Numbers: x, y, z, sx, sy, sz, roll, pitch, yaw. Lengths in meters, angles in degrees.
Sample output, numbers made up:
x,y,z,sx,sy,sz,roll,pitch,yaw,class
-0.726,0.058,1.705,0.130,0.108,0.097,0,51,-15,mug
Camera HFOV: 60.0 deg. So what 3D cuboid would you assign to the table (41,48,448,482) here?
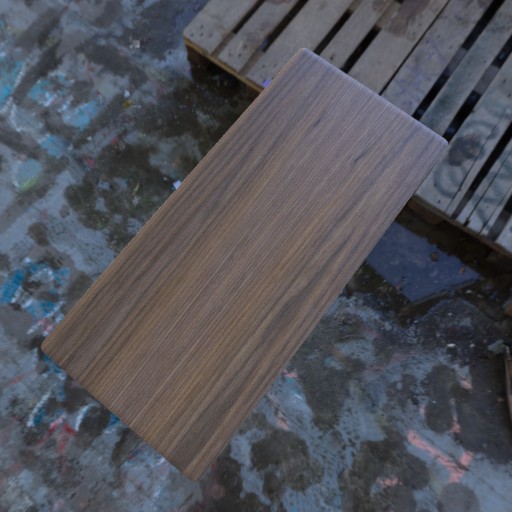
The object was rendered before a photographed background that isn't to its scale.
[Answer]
x,y,z,sx,sy,sz,roll,pitch,yaw,class
0.000,0.000,1.673,0.637,0.468,1.375,37,79,8,table
